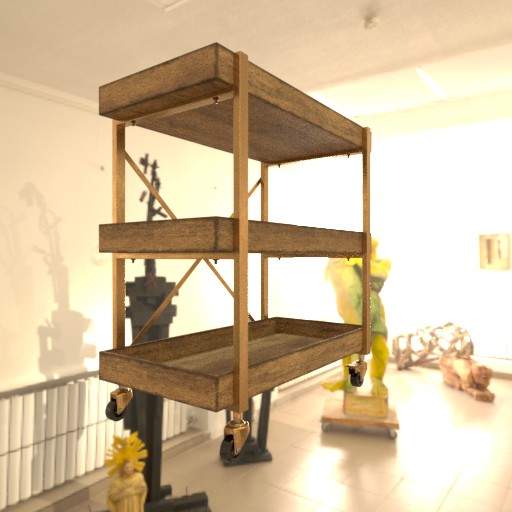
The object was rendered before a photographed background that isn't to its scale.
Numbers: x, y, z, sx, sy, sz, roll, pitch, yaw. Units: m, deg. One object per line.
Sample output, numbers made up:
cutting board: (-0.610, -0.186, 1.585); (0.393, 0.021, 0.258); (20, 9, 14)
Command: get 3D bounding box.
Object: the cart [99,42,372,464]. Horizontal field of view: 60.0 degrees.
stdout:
cart: (0.000, 0.000, 1.237); (0.416, 0.799, 0.750); (0, 0, 37)
